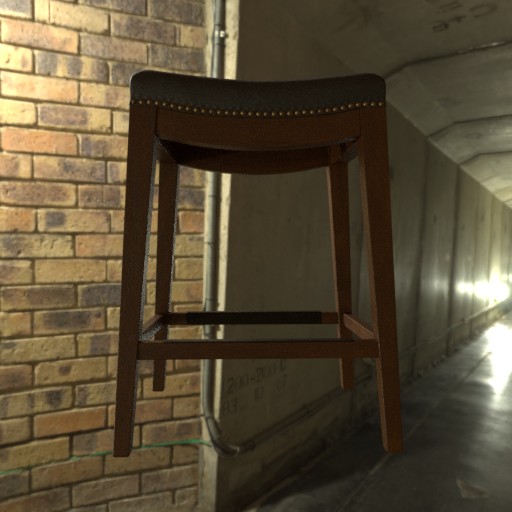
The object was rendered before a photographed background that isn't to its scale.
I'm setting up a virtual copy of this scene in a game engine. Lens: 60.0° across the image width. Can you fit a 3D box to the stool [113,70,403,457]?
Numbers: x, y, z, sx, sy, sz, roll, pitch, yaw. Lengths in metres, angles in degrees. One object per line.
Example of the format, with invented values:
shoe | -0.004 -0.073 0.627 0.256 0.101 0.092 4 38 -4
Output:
stool | 0.000 0.000 0.914 0.490 0.664 0.353 0 2 -2
